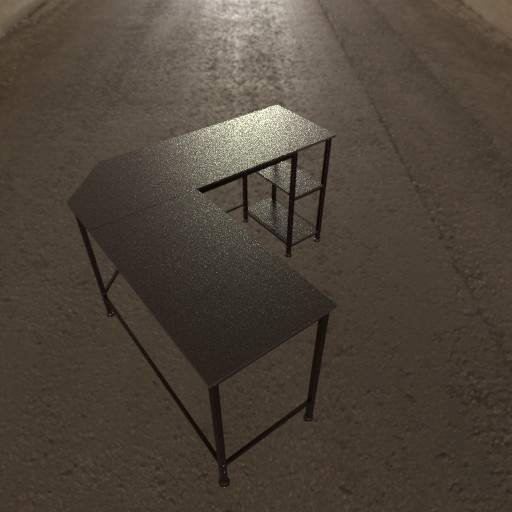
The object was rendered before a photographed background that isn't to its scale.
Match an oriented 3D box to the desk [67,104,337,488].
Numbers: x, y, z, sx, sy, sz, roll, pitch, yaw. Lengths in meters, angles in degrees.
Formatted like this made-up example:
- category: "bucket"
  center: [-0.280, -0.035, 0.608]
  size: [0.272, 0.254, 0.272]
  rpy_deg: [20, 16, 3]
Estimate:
- category: "desk"
  center: [0.000, 0.000, 2.204]
  size: [1.379, 0.739, 1.379]
  rpy_deg: [-27, 48, -27]
